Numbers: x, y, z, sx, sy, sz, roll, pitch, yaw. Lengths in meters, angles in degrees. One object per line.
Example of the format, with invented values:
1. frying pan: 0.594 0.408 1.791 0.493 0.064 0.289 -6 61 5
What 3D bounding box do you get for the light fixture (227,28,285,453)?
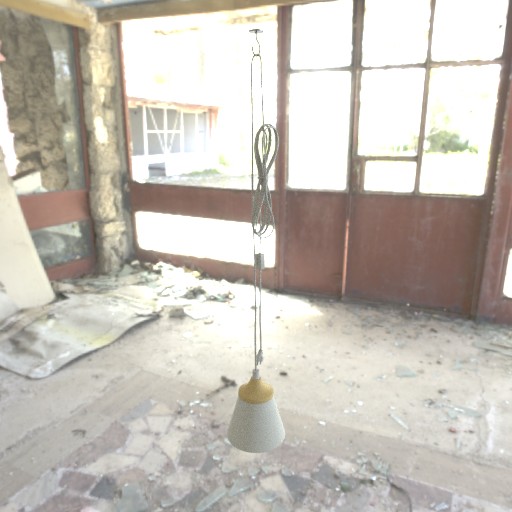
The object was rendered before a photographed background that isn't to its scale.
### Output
1. light fixture: 0.000 0.000 1.042 0.153 0.966 0.153 -8 17 -27
